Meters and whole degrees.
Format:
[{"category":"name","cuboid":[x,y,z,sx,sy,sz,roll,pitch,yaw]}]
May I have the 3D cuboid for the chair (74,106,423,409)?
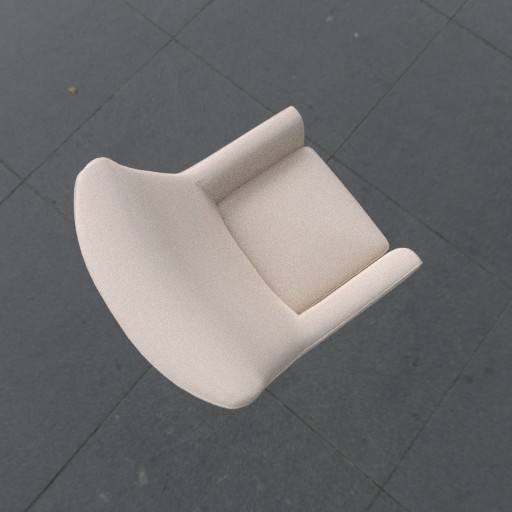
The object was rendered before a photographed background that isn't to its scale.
[{"category":"chair","cuboid":[0.000,0.000,1.576,0.879,0.916,0.756,-34,78,-8]}]
